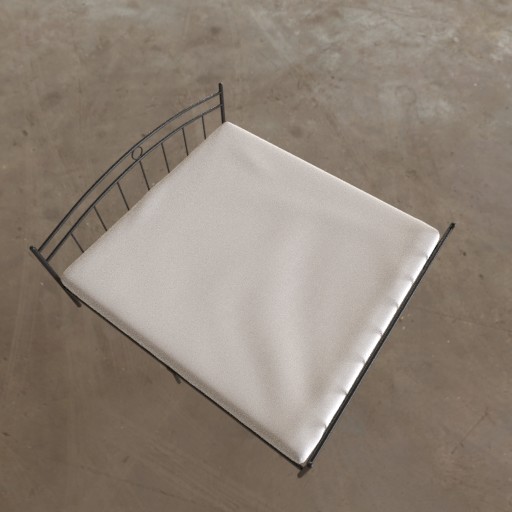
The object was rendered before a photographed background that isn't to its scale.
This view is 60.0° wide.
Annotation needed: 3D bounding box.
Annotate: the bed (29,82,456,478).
[{"bbox_3d":[0.000,0.000,3.084,2.040,0.940,1.880,32,64,17],"label":"bed"}]
